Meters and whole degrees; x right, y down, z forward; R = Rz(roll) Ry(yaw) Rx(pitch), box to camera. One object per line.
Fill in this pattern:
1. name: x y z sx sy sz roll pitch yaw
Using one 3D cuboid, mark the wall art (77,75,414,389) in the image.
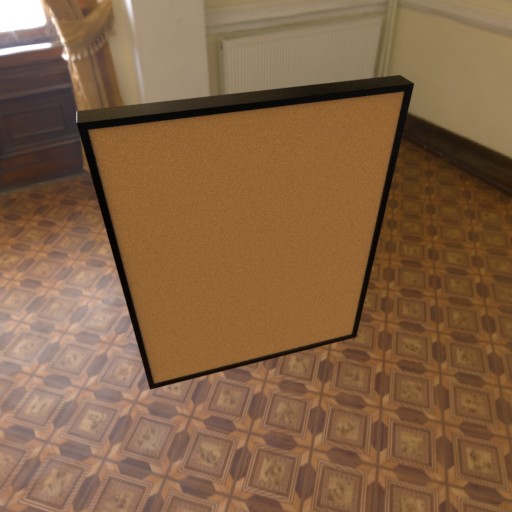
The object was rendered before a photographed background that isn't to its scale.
1. wall art: 0.000 0.000 0.763 0.451 0.553 0.039 -11 42 -13
